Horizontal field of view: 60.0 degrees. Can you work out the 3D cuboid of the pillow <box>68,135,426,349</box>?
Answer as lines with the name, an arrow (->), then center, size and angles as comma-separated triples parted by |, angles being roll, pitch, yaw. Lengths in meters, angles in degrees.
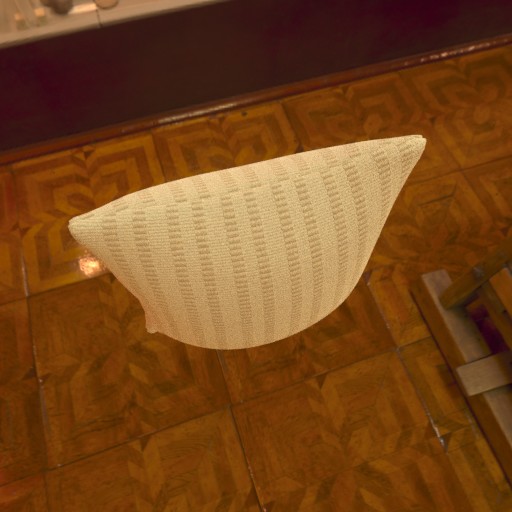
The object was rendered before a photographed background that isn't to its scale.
pillow -> 0.000, 0.000, 0.697 | 0.438, 0.419, 0.247 | -15, 65, -7
